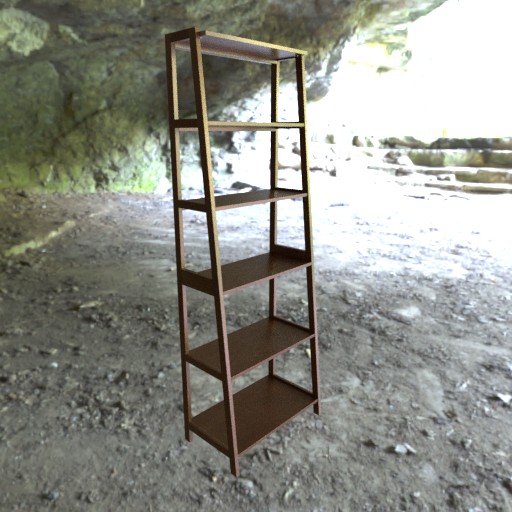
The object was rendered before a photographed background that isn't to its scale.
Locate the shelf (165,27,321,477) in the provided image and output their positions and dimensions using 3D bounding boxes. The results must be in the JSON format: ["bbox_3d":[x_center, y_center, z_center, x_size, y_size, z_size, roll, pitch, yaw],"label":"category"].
[{"bbox_3d":[0.000,0.000,2.121,0.382,1.892,0.660,14,21,42],"label":"shelf"}]
